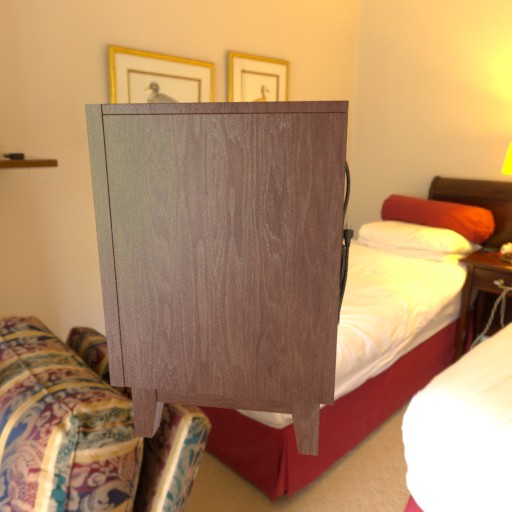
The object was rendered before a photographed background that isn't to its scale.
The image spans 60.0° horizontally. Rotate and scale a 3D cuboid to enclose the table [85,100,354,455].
[{"bbox_3d":[0.000,0.000,0.994,0.449,0.609,0.557,2,15,9],"label":"table"}]
